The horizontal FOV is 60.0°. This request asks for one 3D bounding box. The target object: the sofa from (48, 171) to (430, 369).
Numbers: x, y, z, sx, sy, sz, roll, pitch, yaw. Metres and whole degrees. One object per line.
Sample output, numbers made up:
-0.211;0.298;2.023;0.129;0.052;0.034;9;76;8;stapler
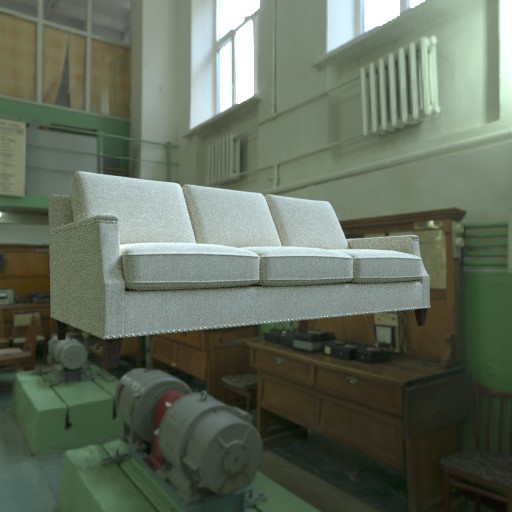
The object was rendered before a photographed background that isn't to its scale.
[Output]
0.000;0.000;2.777;2.210;0.940;1.041;1;-2;-36;sofa
